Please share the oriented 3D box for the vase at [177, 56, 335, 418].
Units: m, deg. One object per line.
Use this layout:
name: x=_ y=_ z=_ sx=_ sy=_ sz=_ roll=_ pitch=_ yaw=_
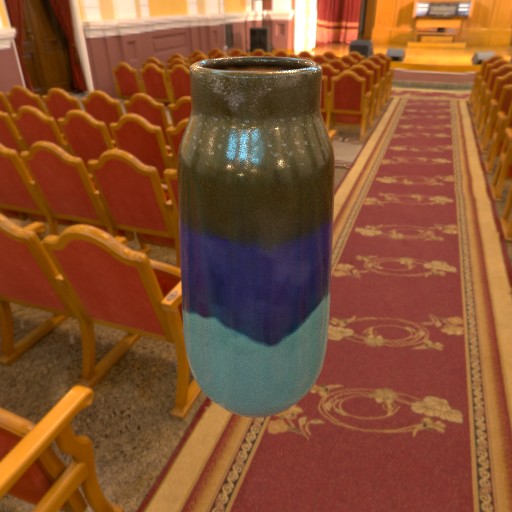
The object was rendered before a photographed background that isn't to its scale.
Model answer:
vase: x=0.000 y=0.000 z=0.389 sx=0.139 sy=0.313 sz=0.139 roll=0 pitch=30 yaw=0
